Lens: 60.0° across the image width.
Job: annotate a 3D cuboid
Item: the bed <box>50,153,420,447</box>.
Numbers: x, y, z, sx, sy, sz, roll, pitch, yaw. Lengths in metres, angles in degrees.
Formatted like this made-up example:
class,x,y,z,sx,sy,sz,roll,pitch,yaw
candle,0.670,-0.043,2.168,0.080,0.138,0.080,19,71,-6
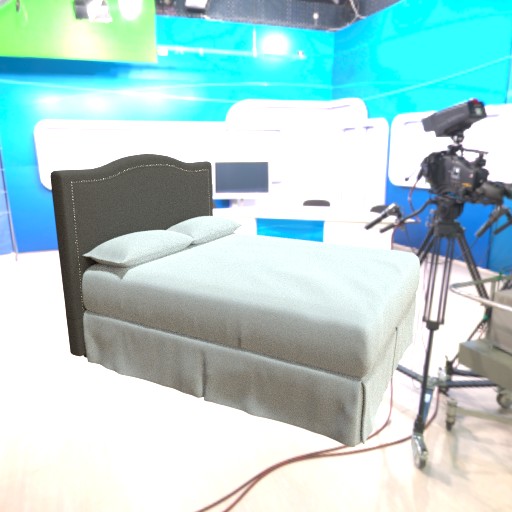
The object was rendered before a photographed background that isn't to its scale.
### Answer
class,x,y,z,sx,sy,sz,roll,pitch,yaw
bed,0.000,0.000,3.123,2.036,1.387,1.666,8,16,27
